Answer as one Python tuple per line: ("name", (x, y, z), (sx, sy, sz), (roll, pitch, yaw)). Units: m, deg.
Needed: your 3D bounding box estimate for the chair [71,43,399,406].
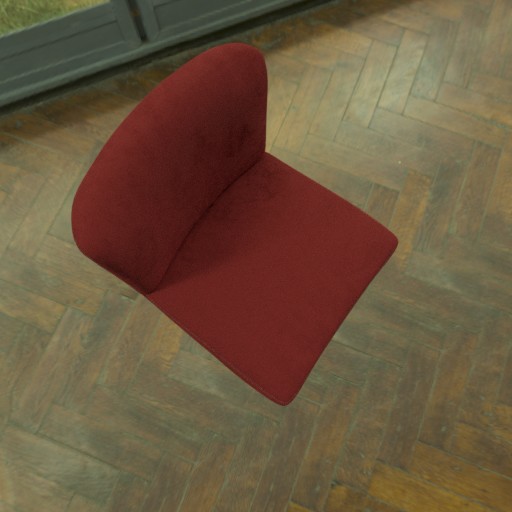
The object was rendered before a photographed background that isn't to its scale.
("chair", (0.000, 0.000, 1.131), (0.560, 0.824, 0.530), (35, 78, 9))
